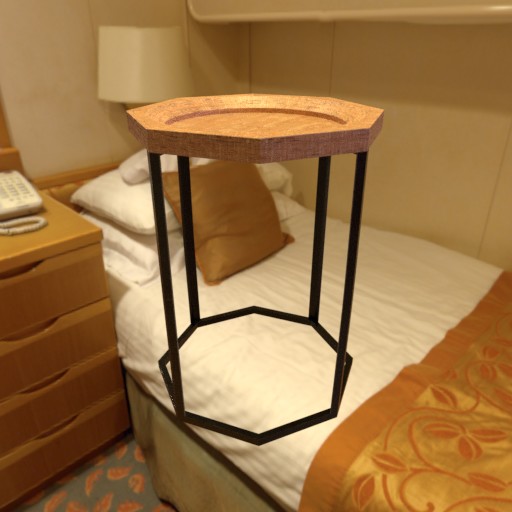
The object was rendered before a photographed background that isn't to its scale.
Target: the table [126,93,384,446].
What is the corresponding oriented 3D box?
[{"bbox_3d":[0.000,0.000,0.875,0.437,0.553,0.437,-1,27,-1],"label":"table"}]
